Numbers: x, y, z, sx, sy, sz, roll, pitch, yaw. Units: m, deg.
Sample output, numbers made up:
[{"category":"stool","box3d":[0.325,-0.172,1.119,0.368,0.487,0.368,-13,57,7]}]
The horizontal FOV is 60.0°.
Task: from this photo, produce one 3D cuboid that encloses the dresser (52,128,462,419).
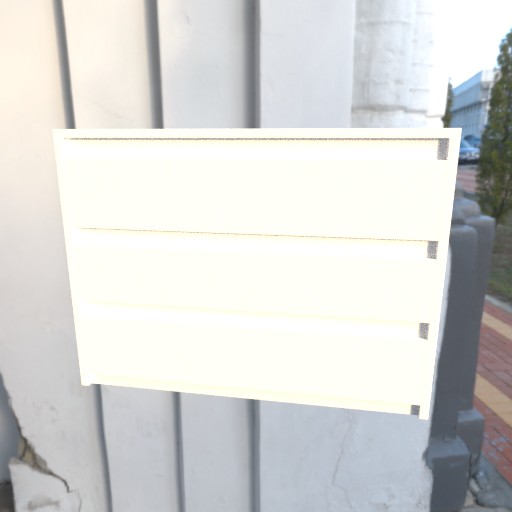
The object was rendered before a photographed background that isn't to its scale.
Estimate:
[{"category":"dresser","box3d":[0.000,0.000,1.499,1.100,0.820,0.460,3,15,9]}]
